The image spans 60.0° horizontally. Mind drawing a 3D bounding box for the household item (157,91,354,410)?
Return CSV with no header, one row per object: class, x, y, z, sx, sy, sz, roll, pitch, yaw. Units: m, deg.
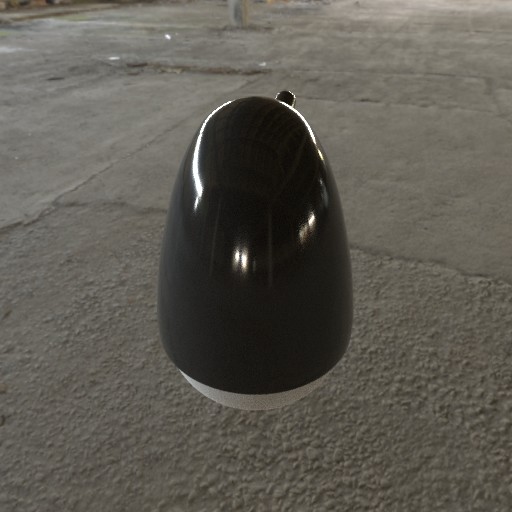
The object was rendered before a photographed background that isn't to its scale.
household item,0.000,0.000,0.218,0.102,0.152,0.104,10,34,15
